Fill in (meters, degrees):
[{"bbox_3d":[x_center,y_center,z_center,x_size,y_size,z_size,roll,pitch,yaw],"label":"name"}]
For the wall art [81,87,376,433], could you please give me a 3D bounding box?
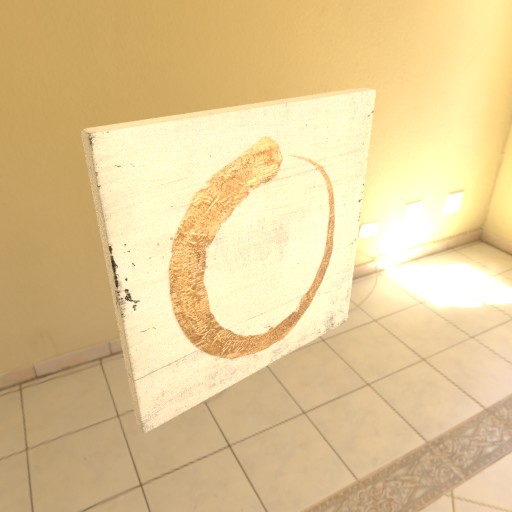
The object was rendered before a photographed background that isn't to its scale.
[{"bbox_3d":[0.000,0.000,0.931,0.610,0.611,0.040,-21,35,-32],"label":"wall art"}]
